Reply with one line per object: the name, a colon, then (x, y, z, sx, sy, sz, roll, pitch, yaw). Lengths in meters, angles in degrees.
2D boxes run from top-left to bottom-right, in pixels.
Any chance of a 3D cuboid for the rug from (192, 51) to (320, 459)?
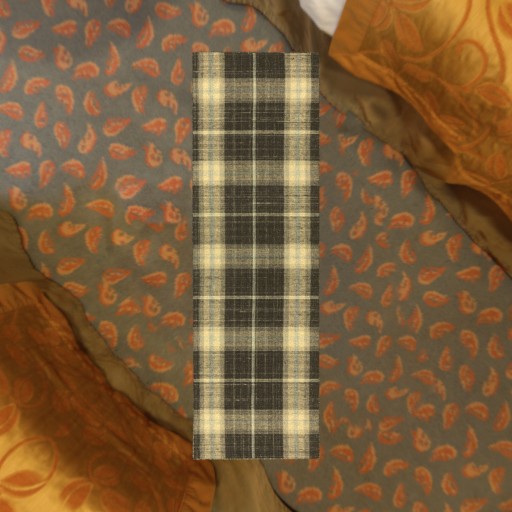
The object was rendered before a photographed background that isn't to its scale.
rug: (0.000, 0.000, 2.647, 0.760, 0.012, 2.434, 0, 90, 0)
